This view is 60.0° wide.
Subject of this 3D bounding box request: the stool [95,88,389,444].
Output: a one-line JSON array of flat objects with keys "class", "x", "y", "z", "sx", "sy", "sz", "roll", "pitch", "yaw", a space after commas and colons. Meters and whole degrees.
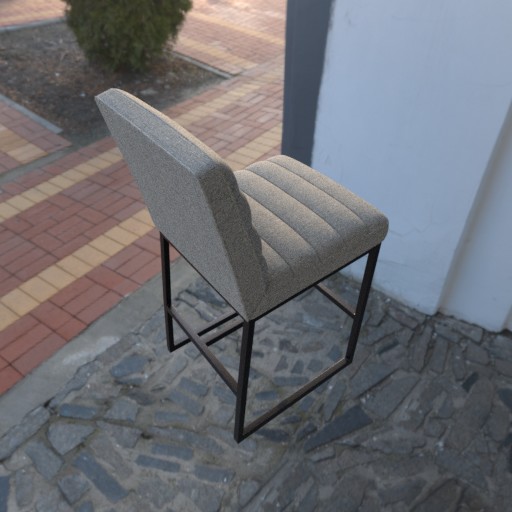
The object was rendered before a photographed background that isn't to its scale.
[{"class": "stool", "x": 0.000, "y": 0.000, "z": 1.255, "sx": 0.560, "sy": 0.940, "sz": 0.460, "roll": -26, "pitch": 47, "yaw": -27}]
